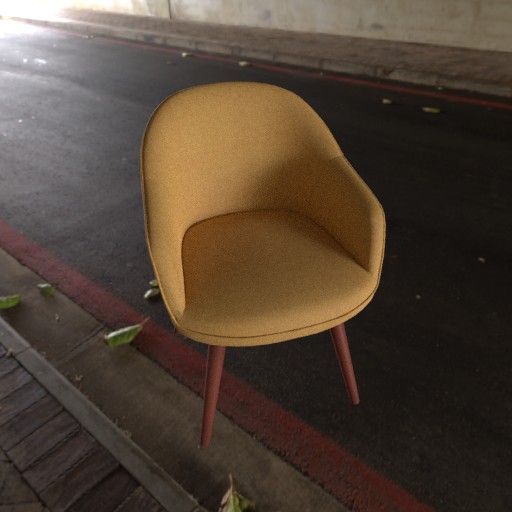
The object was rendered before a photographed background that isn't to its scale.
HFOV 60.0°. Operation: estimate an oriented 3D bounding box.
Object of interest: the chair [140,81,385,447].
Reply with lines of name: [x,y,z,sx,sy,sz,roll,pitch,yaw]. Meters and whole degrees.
chair: [0.000,0.000,1.266,0.596,0.823,0.635,-10,35,-15]
